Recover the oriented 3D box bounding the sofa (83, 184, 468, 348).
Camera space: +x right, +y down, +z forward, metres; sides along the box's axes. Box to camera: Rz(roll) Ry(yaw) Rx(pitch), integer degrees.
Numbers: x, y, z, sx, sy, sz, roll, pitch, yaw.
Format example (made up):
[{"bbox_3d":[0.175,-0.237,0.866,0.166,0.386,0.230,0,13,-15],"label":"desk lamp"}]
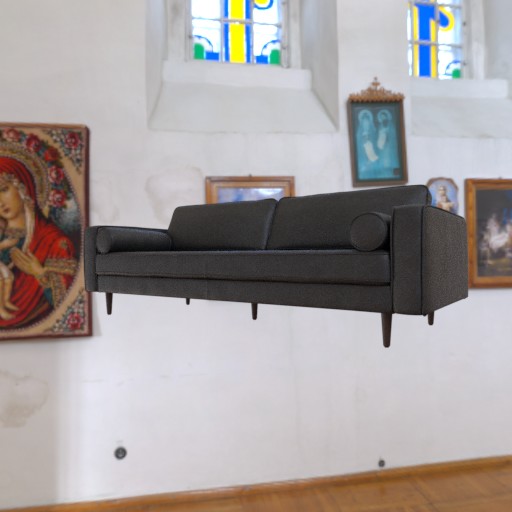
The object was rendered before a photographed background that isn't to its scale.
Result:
[{"bbox_3d":[0.000,0.000,2.654,2.210,0.762,0.914,0,0,35],"label":"sofa"}]
